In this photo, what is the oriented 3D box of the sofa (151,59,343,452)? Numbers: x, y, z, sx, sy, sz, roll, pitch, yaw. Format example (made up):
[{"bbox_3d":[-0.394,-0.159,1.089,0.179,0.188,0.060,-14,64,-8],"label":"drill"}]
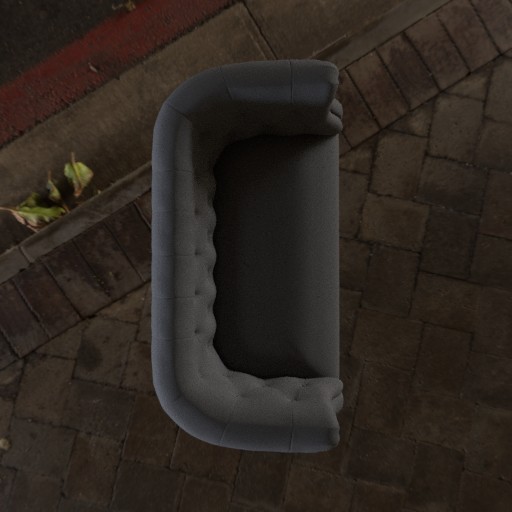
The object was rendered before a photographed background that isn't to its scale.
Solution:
[{"bbox_3d":[0.000,0.000,2.089,0.835,0.827,1.558,0,89,0],"label":"sofa"}]
